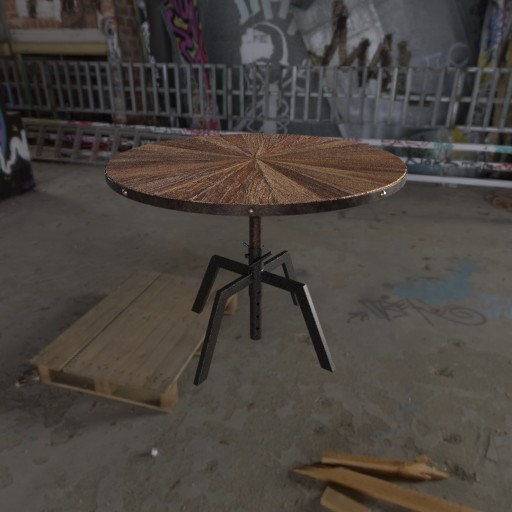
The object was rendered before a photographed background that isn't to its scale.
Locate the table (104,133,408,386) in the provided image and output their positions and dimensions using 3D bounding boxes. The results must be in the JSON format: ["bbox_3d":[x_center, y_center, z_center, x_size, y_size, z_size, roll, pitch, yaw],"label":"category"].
[{"bbox_3d":[0.000,0.000,1.491,0.885,0.658,0.885,0,25,0],"label":"table"}]
